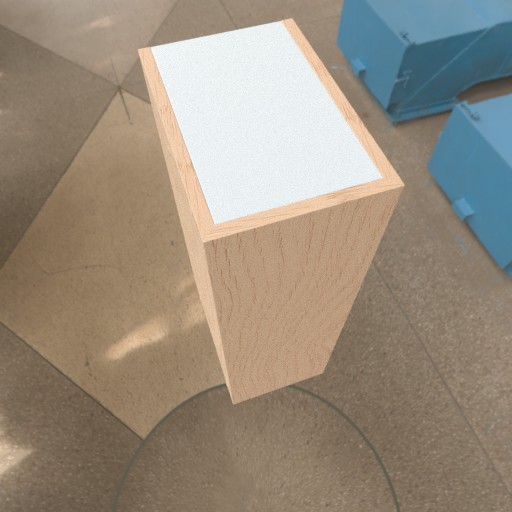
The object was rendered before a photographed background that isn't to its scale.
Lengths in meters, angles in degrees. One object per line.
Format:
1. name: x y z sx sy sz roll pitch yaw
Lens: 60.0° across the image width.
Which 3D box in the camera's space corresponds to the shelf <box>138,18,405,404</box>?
1. shelf: 0.000 0.000 0.728 0.200 0.600 0.290 -16 60 -10
